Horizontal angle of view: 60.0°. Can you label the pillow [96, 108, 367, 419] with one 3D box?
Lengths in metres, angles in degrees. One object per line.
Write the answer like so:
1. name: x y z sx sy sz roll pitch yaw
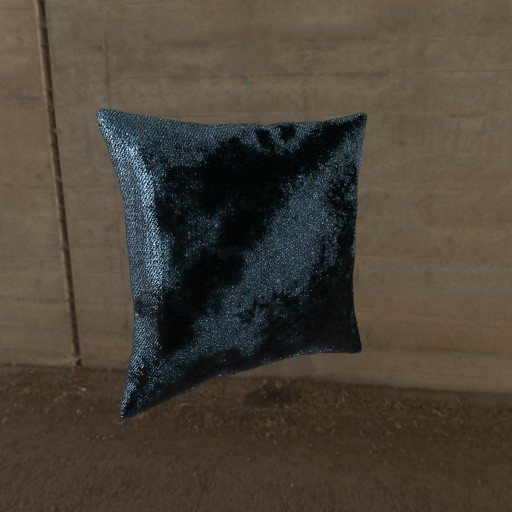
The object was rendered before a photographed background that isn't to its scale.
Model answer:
1. pillow: 0.000 0.000 0.679 0.436 0.430 0.138 -7 16 -26
